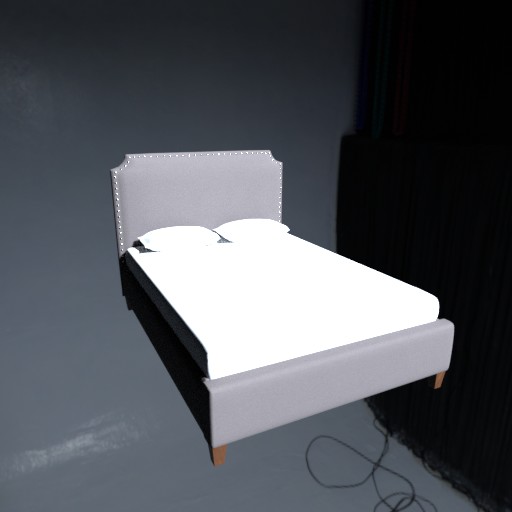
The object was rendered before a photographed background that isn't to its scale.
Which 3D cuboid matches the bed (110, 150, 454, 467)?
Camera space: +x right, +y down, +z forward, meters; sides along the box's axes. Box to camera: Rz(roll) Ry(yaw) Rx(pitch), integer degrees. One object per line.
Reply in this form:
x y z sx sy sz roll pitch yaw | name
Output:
0.000 0.000 3.416 1.713 1.443 2.372 -8 19 -25 | bed
